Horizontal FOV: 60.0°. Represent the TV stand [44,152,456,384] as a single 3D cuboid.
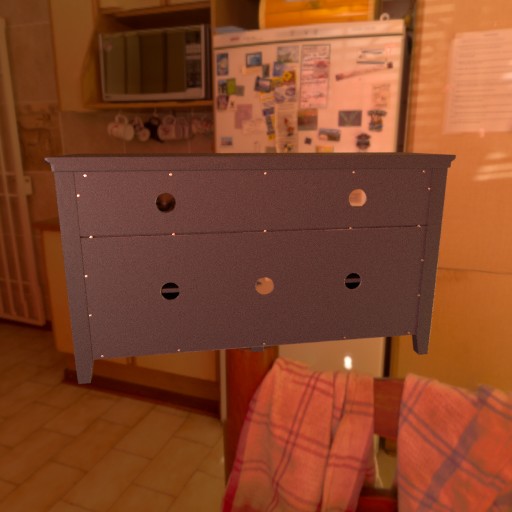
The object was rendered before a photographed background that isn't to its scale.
[{"bbox_3d":[0.000,0.000,1.522,1.198,0.681,0.347,-2,15,-9],"label":"TV stand"}]
